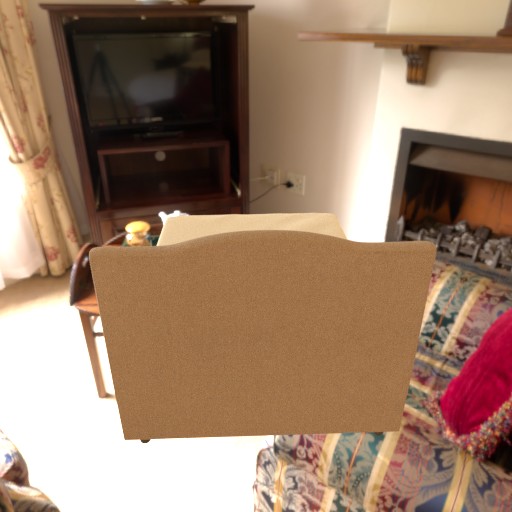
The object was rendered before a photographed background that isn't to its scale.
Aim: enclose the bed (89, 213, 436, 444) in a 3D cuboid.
[{"bbox_3d":[0.000,0.000,3.434,1.821,1.436,2.282,-1,28,-2],"label":"bed"}]
